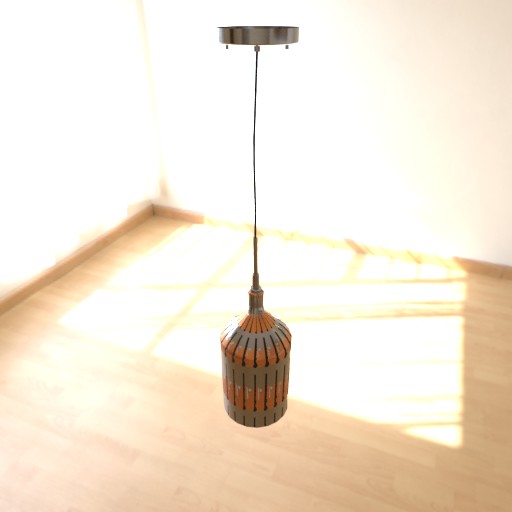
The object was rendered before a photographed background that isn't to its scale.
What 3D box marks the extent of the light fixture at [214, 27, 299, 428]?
[{"bbox_3d":[0.000,0.000,1.672,0.303,1.535,0.303,0,29,0],"label":"light fixture"}]
